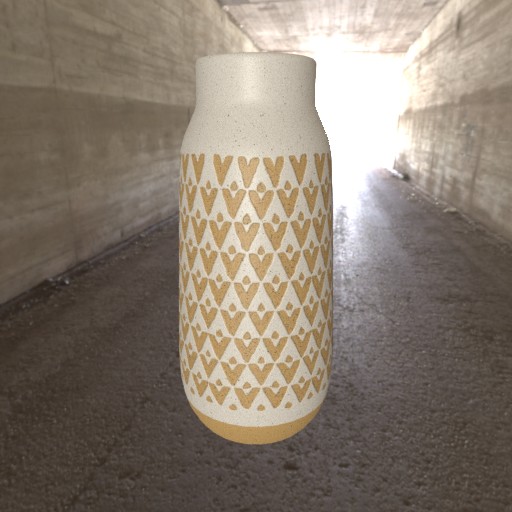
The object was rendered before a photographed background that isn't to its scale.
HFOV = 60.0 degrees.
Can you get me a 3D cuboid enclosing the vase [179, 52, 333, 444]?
[{"bbox_3d":[0.000,0.000,0.378,0.137,0.307,0.137,0,17,0],"label":"vase"}]
